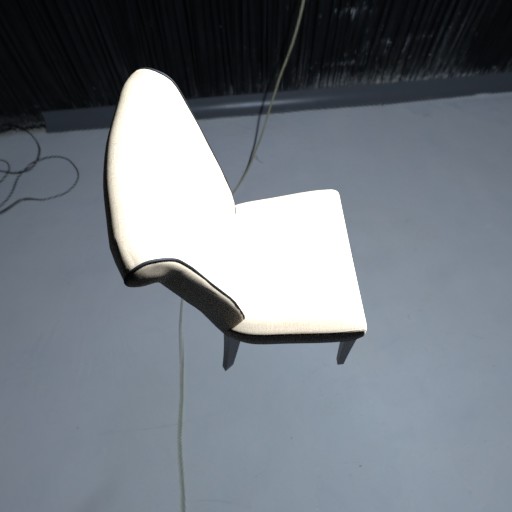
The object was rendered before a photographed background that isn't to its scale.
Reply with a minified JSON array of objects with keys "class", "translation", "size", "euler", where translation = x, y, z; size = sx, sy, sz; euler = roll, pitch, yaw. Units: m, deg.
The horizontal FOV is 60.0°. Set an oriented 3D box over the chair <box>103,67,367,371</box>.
[{"class":"chair","translation":[0.000,0.000,1.331],"size":[0.623,0.997,0.522],"euler":[-5,64,-2]}]
